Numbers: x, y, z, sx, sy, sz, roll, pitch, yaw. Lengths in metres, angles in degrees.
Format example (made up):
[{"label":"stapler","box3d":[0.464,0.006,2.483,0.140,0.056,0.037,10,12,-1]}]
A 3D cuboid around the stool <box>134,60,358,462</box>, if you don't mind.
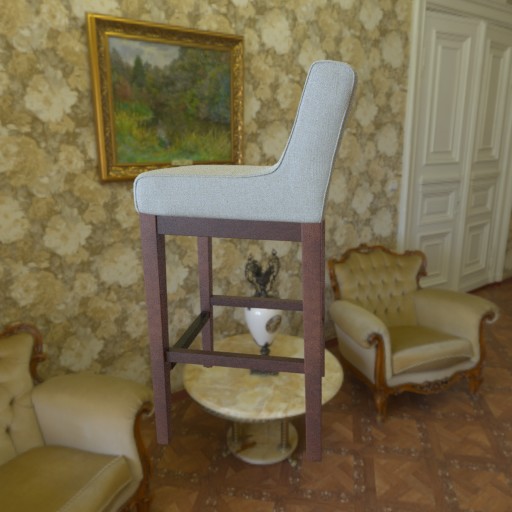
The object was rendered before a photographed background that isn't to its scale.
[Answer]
[{"label":"stool","box3d":[0.000,0.000,1.246,0.500,0.937,0.511,2,14,9]}]
